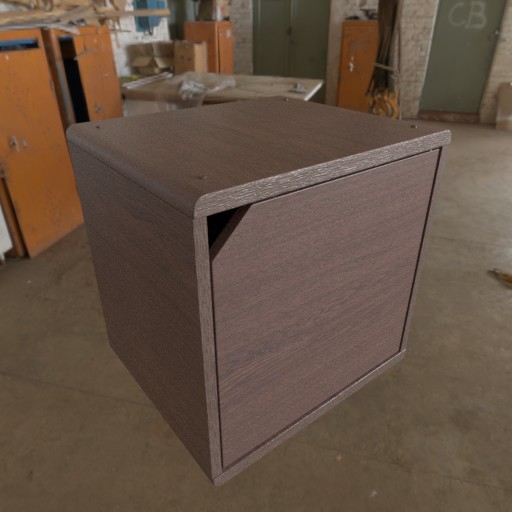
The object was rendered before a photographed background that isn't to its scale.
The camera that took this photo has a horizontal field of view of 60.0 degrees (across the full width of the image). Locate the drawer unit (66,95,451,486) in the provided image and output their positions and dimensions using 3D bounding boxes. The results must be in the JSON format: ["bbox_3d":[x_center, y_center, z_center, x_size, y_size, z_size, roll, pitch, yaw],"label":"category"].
[{"bbox_3d":[0.000,0.000,0.594,0.344,0.344,0.290,-21,35,-33],"label":"drawer unit"}]
